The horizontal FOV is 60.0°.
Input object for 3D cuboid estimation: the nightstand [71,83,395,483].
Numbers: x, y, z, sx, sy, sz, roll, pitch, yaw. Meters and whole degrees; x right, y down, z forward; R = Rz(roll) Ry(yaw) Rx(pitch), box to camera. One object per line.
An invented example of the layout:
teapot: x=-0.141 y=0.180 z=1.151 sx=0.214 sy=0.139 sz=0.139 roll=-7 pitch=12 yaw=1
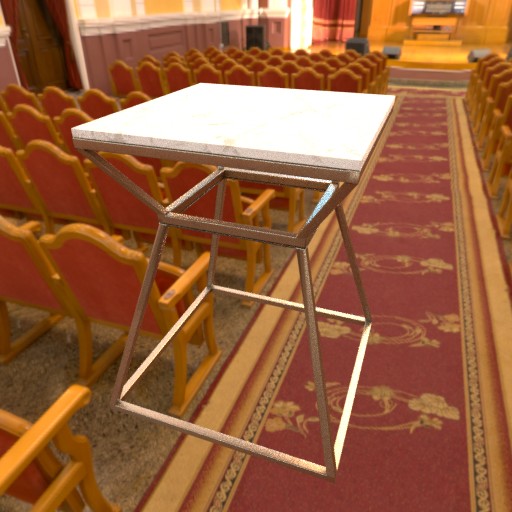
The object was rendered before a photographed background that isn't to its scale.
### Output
nightstand: x=0.000 y=0.000 z=0.864 sx=0.455 sy=0.554 sz=0.455 roll=11 pitch=32 yaw=18
